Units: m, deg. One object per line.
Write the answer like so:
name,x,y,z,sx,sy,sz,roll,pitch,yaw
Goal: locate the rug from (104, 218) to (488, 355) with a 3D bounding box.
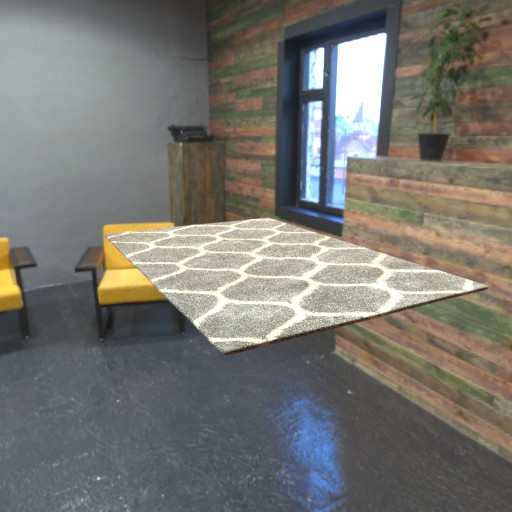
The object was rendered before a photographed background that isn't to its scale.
rug,0.000,0.000,3.449,1.801,0.026,2.701,-8,17,-28
